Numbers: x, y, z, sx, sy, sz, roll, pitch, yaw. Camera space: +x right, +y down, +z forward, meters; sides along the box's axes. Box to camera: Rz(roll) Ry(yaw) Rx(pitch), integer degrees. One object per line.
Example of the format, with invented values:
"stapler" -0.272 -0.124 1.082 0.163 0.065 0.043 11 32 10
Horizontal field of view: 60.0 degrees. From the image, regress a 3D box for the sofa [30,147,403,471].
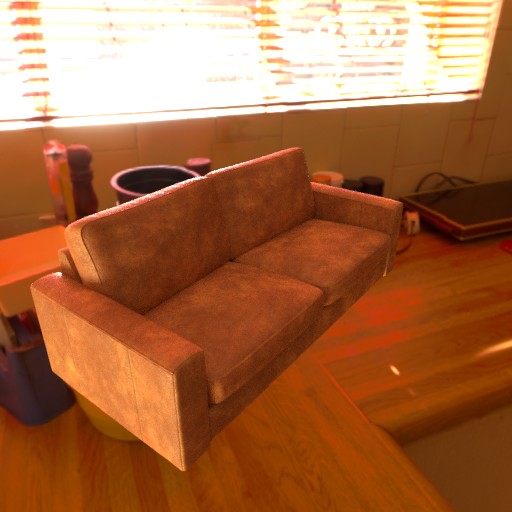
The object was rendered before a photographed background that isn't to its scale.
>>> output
"sofa" 0.000 0.000 2.622 1.016 0.873 2.179 19 33 33
